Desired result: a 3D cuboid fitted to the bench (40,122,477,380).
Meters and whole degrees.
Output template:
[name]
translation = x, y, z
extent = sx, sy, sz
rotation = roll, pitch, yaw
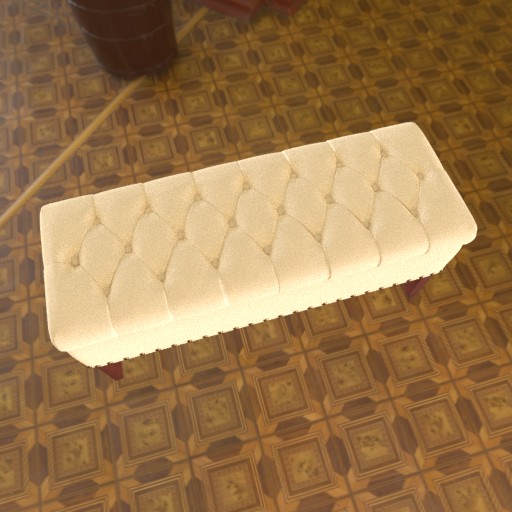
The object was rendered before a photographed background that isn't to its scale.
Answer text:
[bench]
translation = 0.000, 0.000, 1.303
extent = 1.054, 0.470, 0.400
rotation = -14, 64, -7
